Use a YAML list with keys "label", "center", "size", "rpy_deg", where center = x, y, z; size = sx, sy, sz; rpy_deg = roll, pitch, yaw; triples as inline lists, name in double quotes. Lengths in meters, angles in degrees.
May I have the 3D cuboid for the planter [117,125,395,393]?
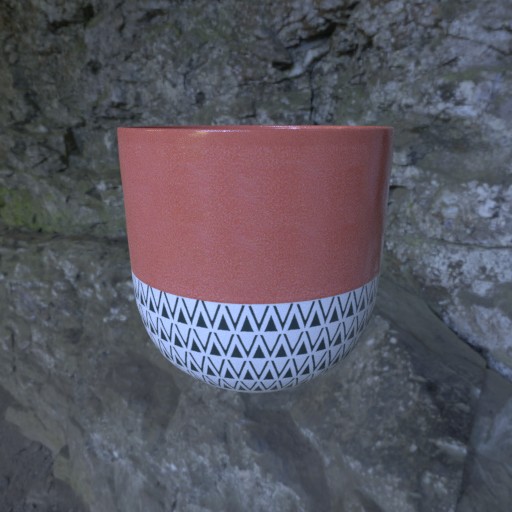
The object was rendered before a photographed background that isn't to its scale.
- label: "planter"
  center: [0.000, 0.000, 0.481]
  size: [0.266, 0.270, 0.266]
  rpy_deg: [0, 17, 0]
